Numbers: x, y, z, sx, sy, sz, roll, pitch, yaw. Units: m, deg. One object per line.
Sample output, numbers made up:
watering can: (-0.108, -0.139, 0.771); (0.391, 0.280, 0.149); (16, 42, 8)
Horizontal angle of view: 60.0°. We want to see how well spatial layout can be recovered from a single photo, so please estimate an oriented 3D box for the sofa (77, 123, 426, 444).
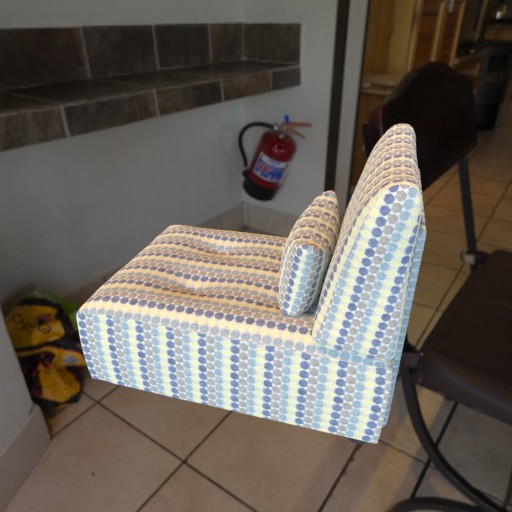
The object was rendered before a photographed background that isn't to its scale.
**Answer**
sofa: (0.000, 0.000, 1.529); (1.000, 0.820, 0.700); (8, 29, 14)
